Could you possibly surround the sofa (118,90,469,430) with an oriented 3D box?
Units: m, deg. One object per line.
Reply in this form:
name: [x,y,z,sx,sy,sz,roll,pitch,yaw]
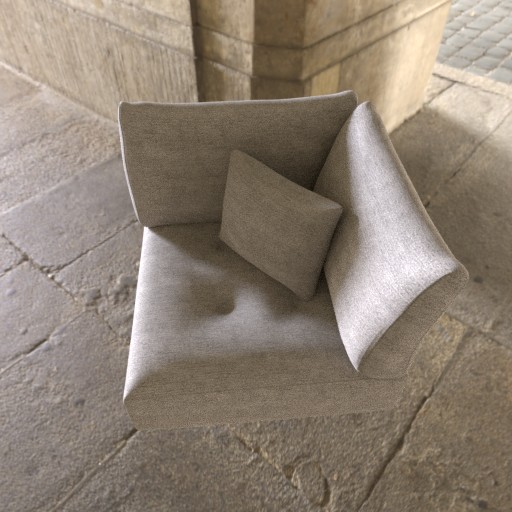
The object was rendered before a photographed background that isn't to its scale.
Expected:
sofa: [0.000,0.000,1.683,1.000,0.820,1.000,-4,47,-3]
